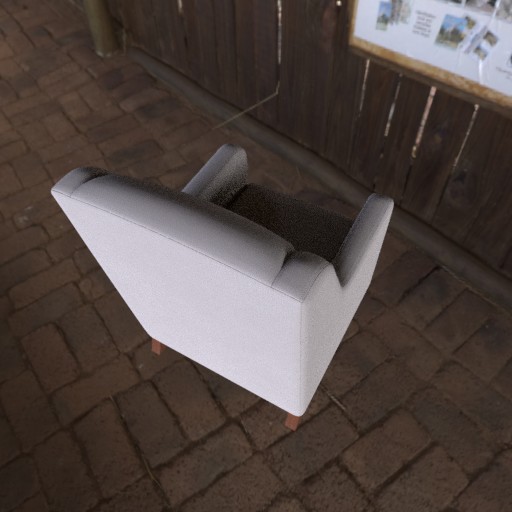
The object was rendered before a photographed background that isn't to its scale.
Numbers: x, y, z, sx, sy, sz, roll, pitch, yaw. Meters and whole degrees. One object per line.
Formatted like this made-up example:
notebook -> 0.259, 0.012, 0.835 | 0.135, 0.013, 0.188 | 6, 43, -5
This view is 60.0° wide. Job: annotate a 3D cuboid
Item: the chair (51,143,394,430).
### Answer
chair -> 0.000, 0.000, 1.581 | 0.715, 1.010, 0.863 | 23, 52, 19
